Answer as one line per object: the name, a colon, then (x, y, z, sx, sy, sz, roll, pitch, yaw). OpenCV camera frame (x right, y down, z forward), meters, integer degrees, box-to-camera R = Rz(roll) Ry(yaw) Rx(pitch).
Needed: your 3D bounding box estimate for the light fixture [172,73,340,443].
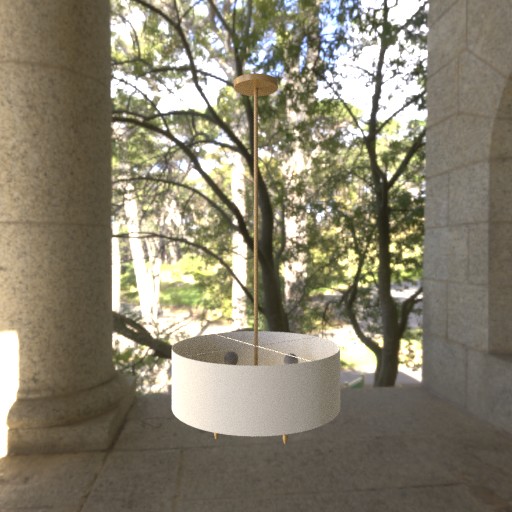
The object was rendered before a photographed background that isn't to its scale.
light fixture: (0.000, 0.000, 1.360, 0.508, 1.067, 0.508, 0, 0, 0)
